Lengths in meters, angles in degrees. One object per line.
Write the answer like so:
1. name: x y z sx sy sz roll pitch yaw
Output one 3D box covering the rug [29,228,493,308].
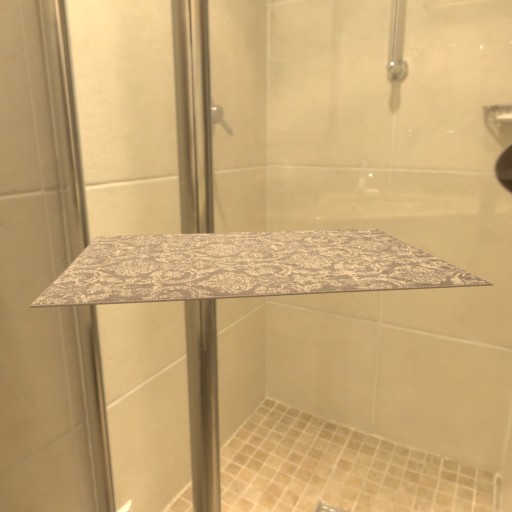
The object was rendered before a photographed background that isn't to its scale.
1. rug: 0.000 0.000 3.457 2.746 0.018 1.819 -2 15 -8
